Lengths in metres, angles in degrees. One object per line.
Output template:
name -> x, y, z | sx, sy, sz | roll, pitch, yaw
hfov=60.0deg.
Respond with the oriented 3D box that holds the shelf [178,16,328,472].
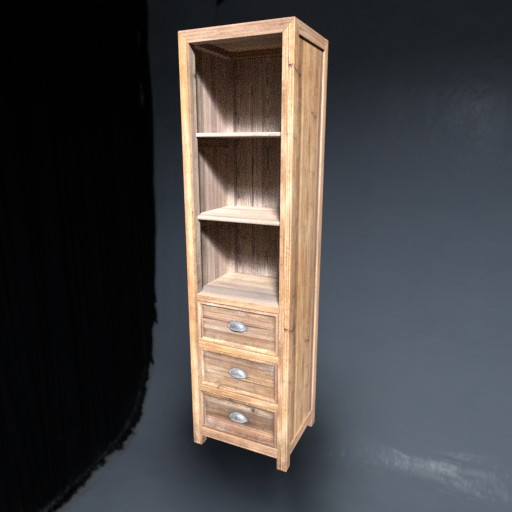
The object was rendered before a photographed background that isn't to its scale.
shelf -> 0.000, 0.000, 2.088 | 0.500, 1.900, 0.428 | 7, 16, 24
